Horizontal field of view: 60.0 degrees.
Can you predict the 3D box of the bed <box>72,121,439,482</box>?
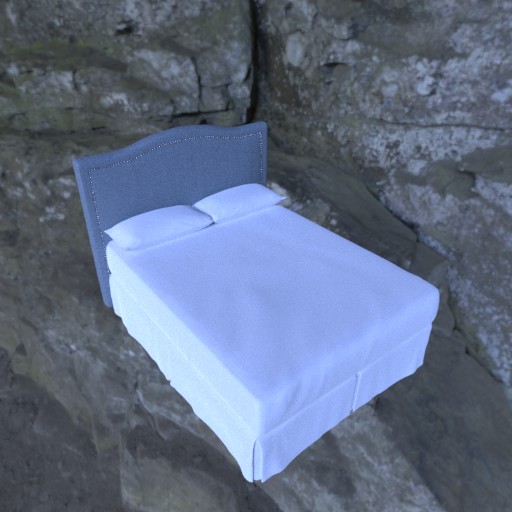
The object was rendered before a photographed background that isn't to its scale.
[{"bbox_3d":[0.000,0.000,3.268,1.753,1.460,2.143,-22,37,-31],"label":"bed"}]
